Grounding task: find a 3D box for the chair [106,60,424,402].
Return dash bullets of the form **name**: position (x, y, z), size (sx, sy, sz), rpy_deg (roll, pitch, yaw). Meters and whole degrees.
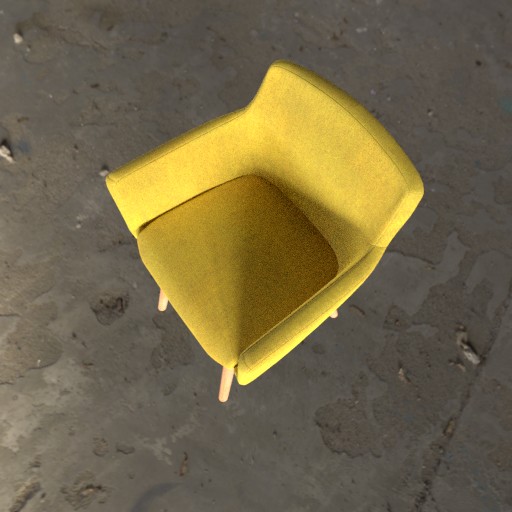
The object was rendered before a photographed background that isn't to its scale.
- **chair**: position (0.000, 0.000, 1.206), size (0.570, 0.780, 0.570), rpy_deg (-34, 68, -15)
